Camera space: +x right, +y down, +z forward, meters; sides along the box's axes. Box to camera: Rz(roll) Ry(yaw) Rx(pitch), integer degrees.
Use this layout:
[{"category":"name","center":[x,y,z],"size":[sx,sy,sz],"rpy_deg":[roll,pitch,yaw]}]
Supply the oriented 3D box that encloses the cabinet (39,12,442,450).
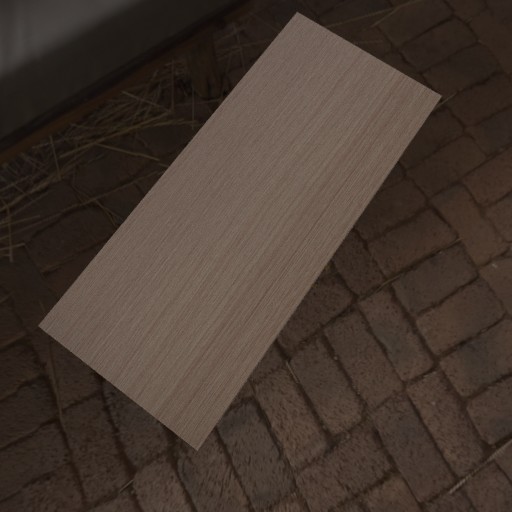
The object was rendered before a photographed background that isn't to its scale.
[{"category":"cabinet","center":[0.000,0.000,1.578],"size":[0.470,1.016,1.057],"rpy_deg":[35,78,8]}]
